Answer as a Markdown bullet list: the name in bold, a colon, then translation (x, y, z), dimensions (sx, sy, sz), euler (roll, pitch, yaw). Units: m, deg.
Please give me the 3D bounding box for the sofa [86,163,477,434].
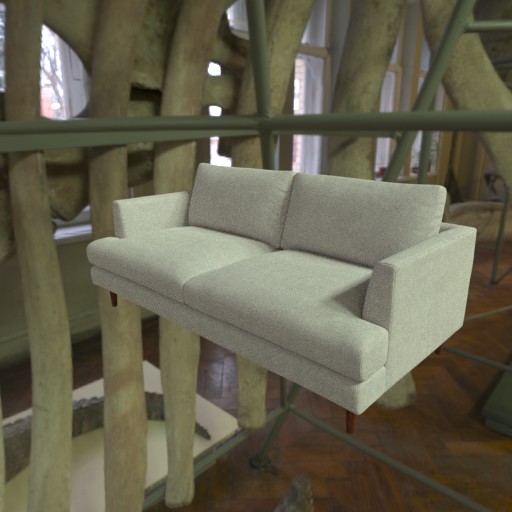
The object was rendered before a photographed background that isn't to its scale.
- **sofa**: translation (0.000, 0.000, 2.435), dimensions (1.948, 0.868, 1.020), euler (15, 23, 41)
